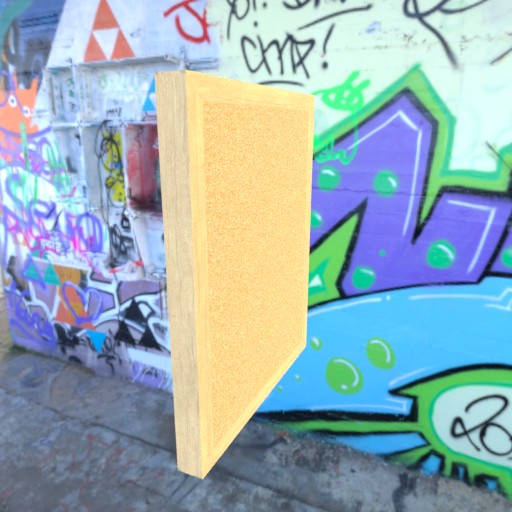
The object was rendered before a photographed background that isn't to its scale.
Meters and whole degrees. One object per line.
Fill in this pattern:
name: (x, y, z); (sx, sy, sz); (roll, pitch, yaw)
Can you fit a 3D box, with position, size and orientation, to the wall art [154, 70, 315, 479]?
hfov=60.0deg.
wall art: (0.000, 0.000, 0.531); (0.030, 0.380, 0.312); (8, 18, 24)
